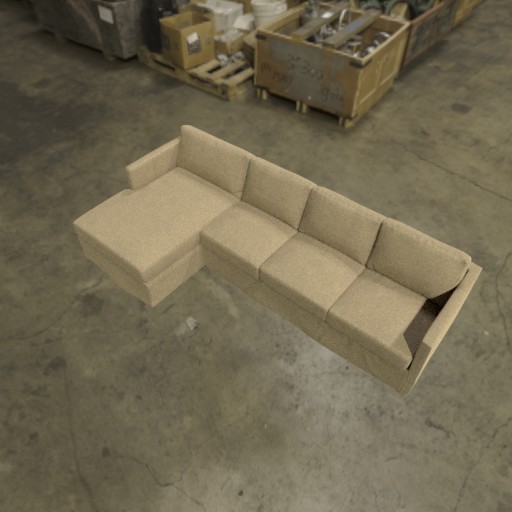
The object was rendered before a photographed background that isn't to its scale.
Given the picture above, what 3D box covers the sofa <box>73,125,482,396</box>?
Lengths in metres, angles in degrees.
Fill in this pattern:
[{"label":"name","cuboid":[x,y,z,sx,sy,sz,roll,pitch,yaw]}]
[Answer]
[{"label":"sofa","cuboid":[0.000,0.000,3.863,3.198,0.920,1.638,31,54,26]}]
